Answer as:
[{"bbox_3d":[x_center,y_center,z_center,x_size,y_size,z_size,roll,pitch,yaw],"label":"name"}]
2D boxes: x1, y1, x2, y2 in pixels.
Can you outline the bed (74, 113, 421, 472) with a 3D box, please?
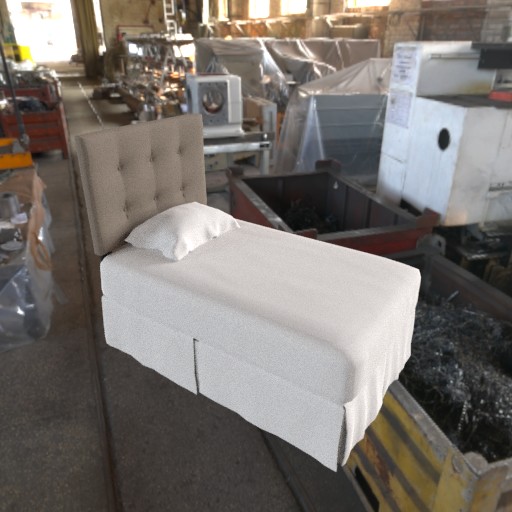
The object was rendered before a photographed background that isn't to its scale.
[{"bbox_3d":[0.000,0.000,2.994,1.997,1.571,1.261,17,31,31],"label":"bed"}]
